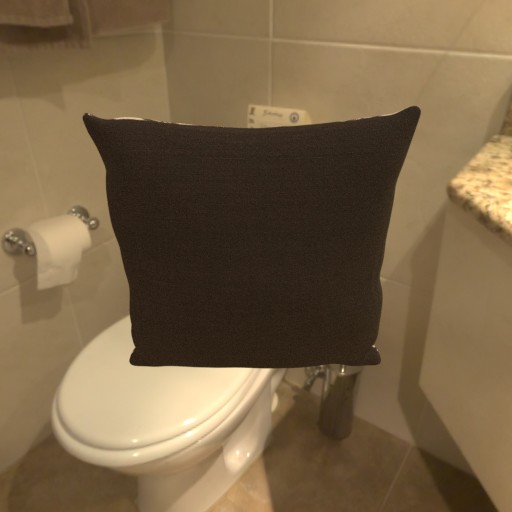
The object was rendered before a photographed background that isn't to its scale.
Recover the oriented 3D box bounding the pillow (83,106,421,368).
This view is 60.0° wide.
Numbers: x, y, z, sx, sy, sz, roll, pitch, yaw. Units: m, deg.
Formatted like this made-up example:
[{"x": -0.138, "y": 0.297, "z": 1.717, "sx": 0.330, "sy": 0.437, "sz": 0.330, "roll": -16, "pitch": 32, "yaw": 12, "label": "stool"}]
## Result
[{"x": 0.000, "y": 0.000, "z": 0.673, "sx": 0.440, "sy": 0.441, "sz": 0.182, "roll": -1, "pitch": 31, "yaw": -1, "label": "pillow"}]
